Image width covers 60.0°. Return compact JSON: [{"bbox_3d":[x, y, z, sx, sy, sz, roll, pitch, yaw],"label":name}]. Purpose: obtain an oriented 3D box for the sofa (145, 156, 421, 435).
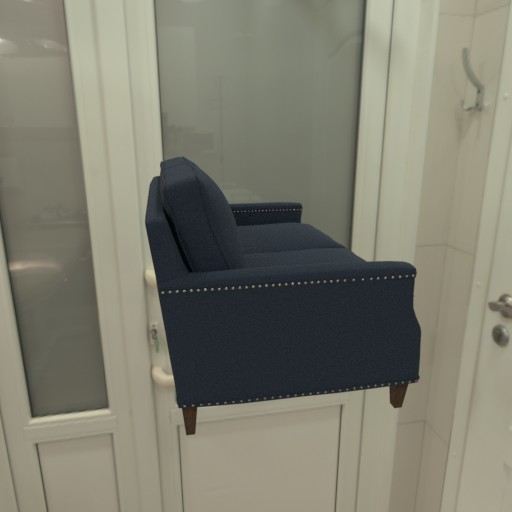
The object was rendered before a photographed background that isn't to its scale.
[{"bbox_3d":[0.000,0.000,2.373,1.084,1.003,1.597,-3,16,-11],"label":"sofa"}]
